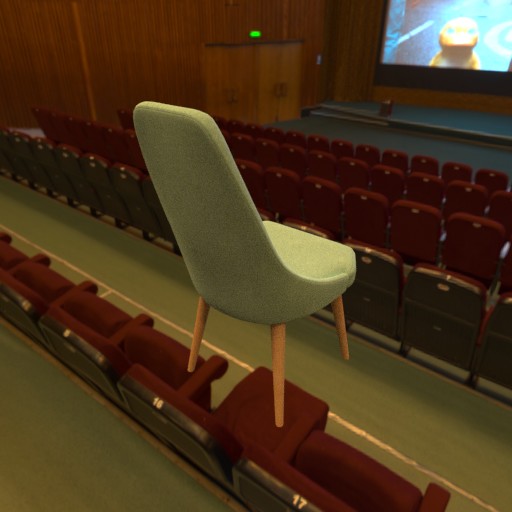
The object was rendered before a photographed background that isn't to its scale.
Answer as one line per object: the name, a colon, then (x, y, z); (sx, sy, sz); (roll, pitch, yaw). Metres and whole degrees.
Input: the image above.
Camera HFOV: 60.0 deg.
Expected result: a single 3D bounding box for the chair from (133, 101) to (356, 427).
chair: (0.000, 0.000, 1.439); (0.510, 1.040, 0.660); (21, 36, 32)
